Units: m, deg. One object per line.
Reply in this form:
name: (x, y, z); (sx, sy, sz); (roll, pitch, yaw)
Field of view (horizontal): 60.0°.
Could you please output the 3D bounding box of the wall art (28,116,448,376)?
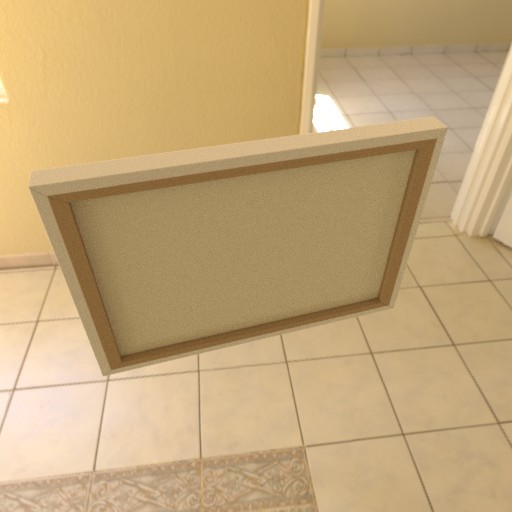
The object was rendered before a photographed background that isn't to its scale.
wall art: (0.000, 0.000, 0.772); (0.608, 0.414, 0.042); (-11, 42, -12)
